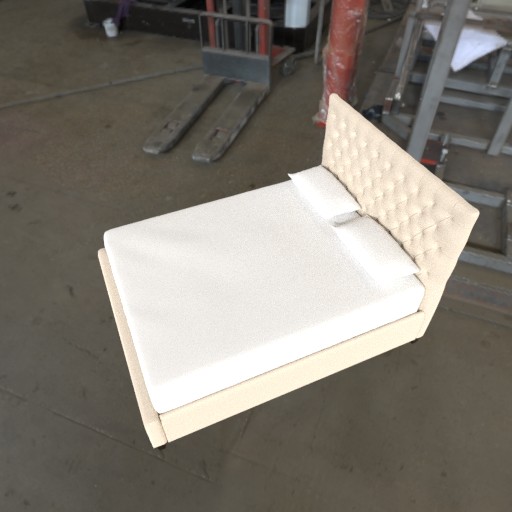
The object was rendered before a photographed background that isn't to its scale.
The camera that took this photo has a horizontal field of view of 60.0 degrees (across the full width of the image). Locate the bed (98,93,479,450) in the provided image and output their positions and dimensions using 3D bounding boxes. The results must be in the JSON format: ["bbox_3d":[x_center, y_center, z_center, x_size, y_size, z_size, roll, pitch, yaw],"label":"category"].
[{"bbox_3d":[0.000,0.000,3.365,2.233,1.426,1.696,-18,49,-16],"label":"bed"}]
